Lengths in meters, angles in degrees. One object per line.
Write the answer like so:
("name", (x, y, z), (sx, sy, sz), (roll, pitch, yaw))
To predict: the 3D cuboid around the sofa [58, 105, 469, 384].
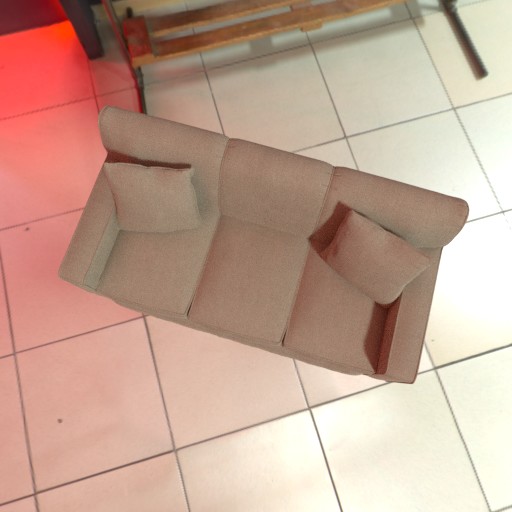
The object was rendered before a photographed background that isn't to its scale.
("sofa", (0.000, 0.000, 2.623), (2.024, 0.958, 0.997), (16, 76, 4))
